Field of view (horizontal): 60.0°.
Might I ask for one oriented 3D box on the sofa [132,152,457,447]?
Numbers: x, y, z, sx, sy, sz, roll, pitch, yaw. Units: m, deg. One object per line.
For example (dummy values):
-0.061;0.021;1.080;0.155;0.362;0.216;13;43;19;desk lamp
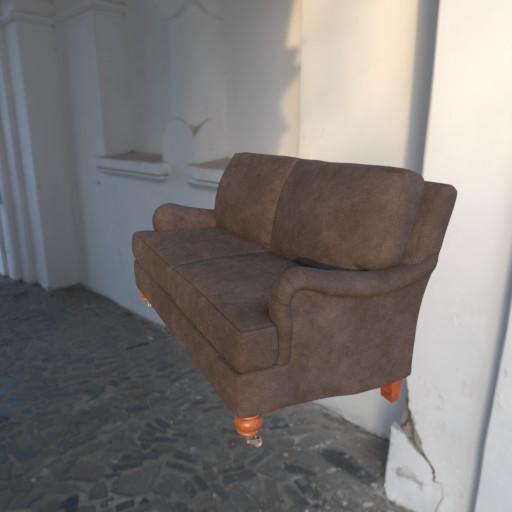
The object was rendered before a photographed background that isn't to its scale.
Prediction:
0.000;0.000;2.564;1.084;1.101;1.853;-8;18;-26;sofa
